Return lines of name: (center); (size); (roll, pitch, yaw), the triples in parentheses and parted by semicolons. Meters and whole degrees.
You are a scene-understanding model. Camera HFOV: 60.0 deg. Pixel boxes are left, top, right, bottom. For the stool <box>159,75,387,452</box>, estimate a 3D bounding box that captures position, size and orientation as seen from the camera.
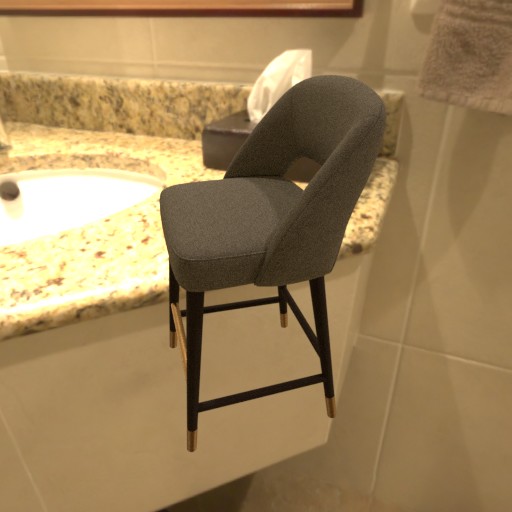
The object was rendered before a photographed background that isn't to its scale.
stool: (0.000, 0.000, 1.252); (0.524, 0.925, 0.536); (-8, 31, -14)
